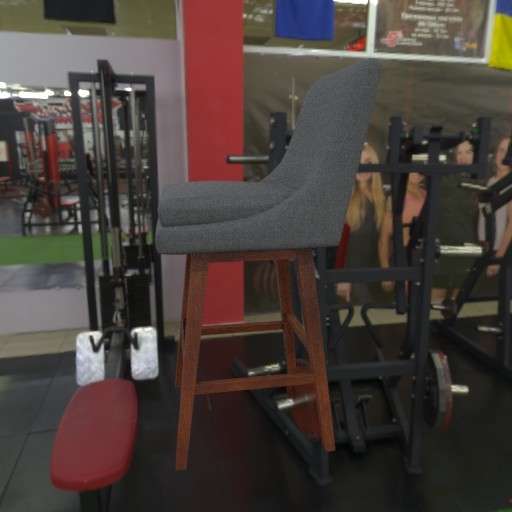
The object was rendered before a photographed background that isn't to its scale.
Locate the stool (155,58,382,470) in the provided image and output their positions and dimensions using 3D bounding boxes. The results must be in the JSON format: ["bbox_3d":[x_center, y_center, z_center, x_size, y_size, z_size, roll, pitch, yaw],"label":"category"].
[{"bbox_3d":[0.000,0.000,1.230,0.524,0.977,0.447,-3,15,-10],"label":"stool"}]
